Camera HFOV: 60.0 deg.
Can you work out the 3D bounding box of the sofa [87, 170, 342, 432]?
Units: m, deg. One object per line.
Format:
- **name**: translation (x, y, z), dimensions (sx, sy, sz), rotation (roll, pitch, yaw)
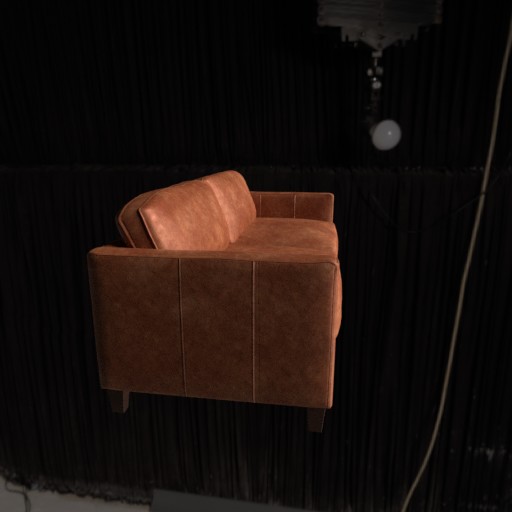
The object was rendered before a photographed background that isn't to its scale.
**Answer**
- **sofa**: translation (0.000, 0.000, 2.489), dimensions (0.923, 0.863, 1.971), rotation (2, 15, 9)
